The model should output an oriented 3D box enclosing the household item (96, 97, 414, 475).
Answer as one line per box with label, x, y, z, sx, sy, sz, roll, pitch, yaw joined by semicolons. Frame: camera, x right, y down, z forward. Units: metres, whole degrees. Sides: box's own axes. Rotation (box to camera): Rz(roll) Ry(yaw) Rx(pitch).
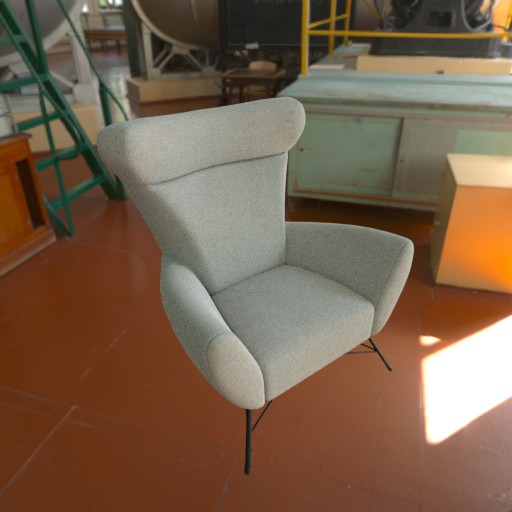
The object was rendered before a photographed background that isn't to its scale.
household item;0.000;0.000;1.770;0.980;1.050;0.900;-22;36;-33
